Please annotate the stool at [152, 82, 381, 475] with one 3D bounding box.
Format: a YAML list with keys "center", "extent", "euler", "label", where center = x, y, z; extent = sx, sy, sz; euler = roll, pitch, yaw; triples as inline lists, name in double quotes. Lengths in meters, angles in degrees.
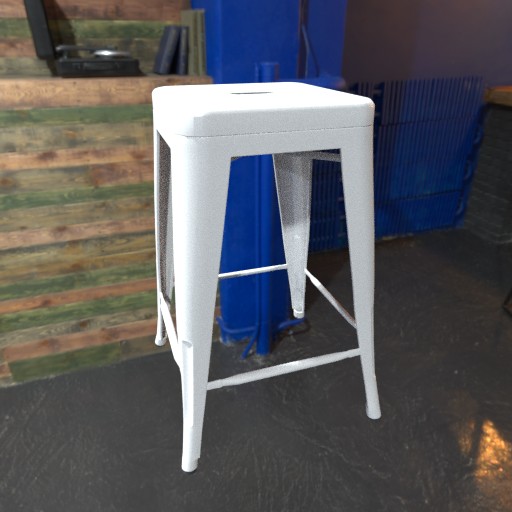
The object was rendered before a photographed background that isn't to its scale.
- center: [0.000, 0.000, 0.872]
  extent: [0.406, 0.610, 0.406]
  euler: [-8, 28, -17]
  label: "stool"
